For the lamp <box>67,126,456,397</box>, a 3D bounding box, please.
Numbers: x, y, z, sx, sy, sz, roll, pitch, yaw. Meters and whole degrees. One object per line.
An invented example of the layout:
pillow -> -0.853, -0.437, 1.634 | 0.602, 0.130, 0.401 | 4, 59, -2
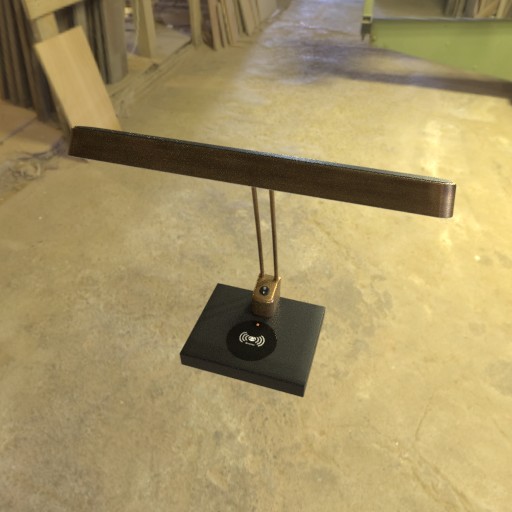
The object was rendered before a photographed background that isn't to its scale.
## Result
lamp -> 0.000, 0.000, 0.582 | 0.412, 0.345, 0.156 | 12, 42, 13
